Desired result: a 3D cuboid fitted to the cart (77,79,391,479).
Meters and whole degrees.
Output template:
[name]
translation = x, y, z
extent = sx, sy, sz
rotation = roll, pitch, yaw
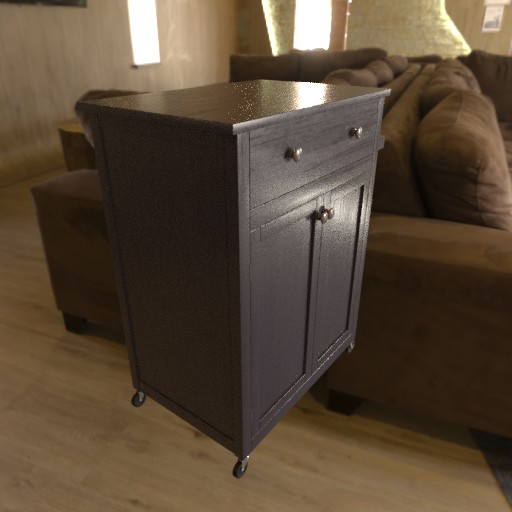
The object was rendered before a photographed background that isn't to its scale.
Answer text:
[cart]
translation = 0.000, 0.000, 1.272
extent = 0.449, 0.878, 0.690
rotation = 19, 32, 33
